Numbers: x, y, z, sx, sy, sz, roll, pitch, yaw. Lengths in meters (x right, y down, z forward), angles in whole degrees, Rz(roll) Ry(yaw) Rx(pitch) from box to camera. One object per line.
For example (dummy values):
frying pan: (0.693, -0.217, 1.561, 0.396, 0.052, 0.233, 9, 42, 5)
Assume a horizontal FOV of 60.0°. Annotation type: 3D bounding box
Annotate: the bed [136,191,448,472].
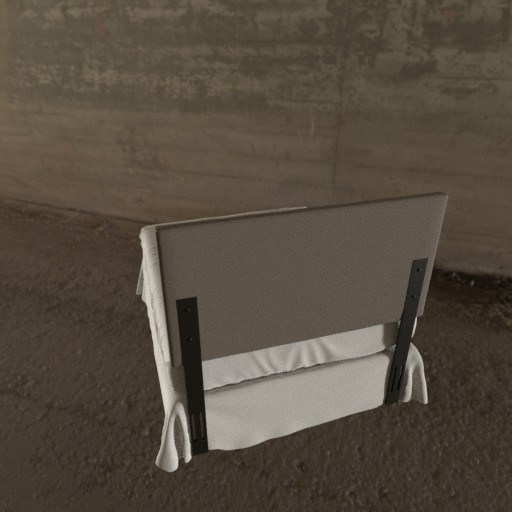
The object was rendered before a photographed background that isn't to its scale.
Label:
bed: (0.000, 0.000, 3.485, 1.936, 1.577, 2.222, -8, 30, -15)
